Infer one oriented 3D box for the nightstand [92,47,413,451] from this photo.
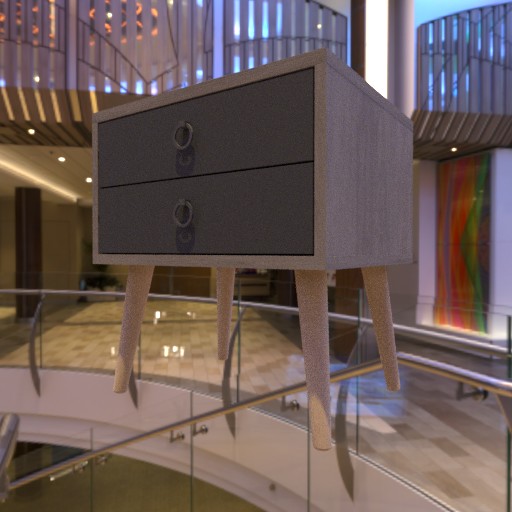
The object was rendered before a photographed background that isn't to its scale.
[{"bbox_3d":[0.000,0.000,0.801,0.450,0.500,0.380,1,1,35],"label":"nightstand"}]
